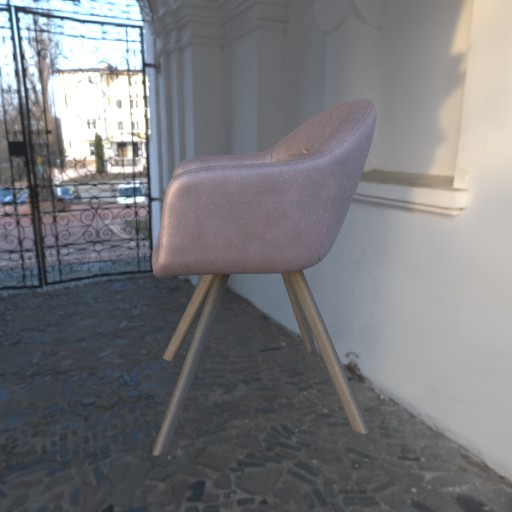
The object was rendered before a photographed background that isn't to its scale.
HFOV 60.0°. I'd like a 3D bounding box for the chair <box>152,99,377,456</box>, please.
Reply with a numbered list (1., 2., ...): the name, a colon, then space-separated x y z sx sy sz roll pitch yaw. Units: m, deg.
1. chair: 0.000 0.000 1.162 0.544 0.781 0.567 -2 15 -8
